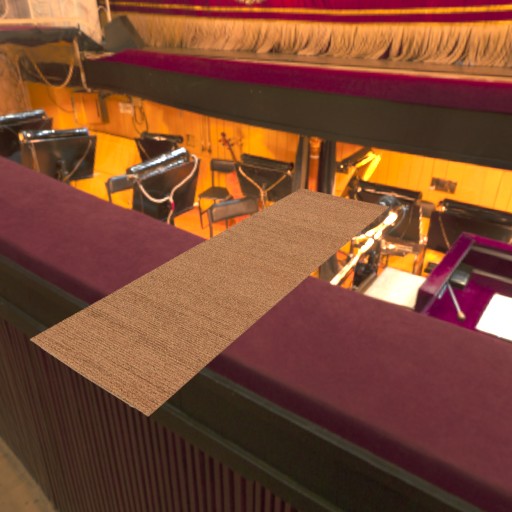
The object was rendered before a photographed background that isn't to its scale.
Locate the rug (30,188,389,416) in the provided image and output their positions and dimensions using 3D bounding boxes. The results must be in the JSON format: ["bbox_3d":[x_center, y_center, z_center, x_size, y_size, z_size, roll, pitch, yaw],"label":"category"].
[{"bbox_3d":[0.000,0.000,2.600,0.741,0.014,2.390,18,33,30],"label":"rug"}]
